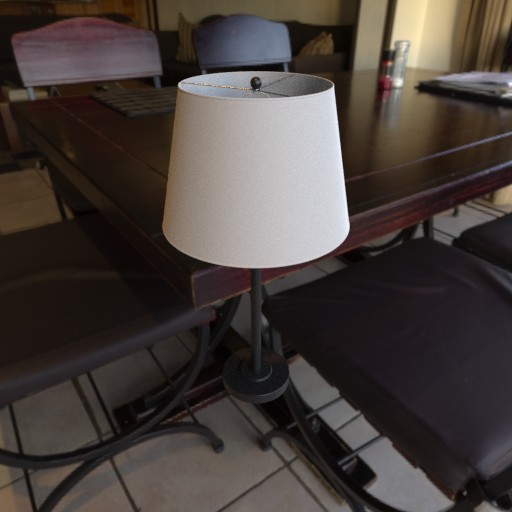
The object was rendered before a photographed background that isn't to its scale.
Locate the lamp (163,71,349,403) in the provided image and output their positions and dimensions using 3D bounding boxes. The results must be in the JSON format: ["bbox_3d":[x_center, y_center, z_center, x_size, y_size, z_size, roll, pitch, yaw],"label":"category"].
[{"bbox_3d":[0.000,0.000,0.918,0.363,0.696,0.363,0,31,0],"label":"lamp"}]
